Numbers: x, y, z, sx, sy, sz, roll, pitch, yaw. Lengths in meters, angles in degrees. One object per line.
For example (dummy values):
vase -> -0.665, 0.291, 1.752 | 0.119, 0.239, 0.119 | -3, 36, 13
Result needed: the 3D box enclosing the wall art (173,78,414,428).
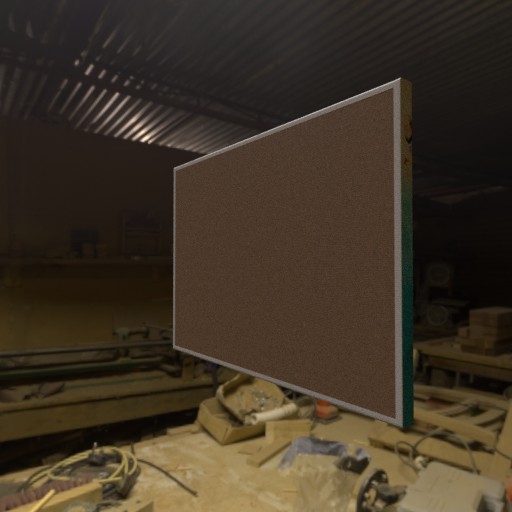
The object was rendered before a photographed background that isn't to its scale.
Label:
wall art -> 0.000, 0.000, 1.439 | 0.040, 0.769, 1.136 | 1, -1, -36
